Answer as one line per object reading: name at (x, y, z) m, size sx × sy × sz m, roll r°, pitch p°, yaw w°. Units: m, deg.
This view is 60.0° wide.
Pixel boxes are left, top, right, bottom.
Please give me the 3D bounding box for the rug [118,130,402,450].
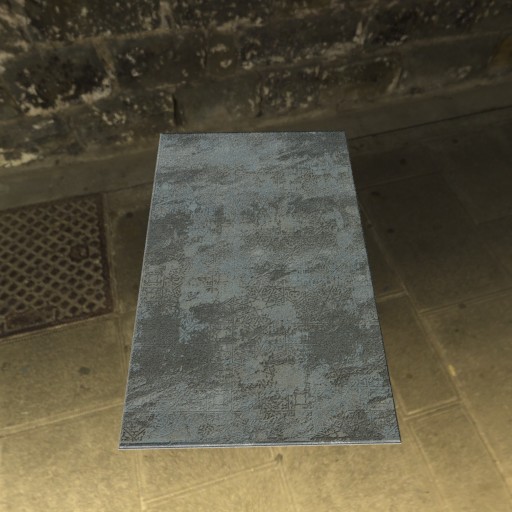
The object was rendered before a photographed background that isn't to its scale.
rug at (0.000, 0.000, 3.041) m, size 1.536 × 0.012 × 2.431 m, roll -1°, pitch 58°, yaw -1°
